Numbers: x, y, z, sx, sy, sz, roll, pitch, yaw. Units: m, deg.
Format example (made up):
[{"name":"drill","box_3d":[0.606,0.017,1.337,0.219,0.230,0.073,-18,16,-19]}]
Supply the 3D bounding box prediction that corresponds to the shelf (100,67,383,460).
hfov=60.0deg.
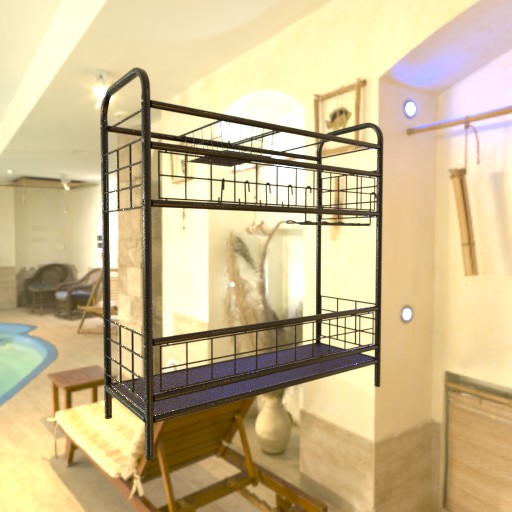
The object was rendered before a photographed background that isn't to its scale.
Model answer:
[{"name":"shelf","box_3d":[0.000,0.000,1.549,0.961,1.026,0.350,-2,3,-37]}]
